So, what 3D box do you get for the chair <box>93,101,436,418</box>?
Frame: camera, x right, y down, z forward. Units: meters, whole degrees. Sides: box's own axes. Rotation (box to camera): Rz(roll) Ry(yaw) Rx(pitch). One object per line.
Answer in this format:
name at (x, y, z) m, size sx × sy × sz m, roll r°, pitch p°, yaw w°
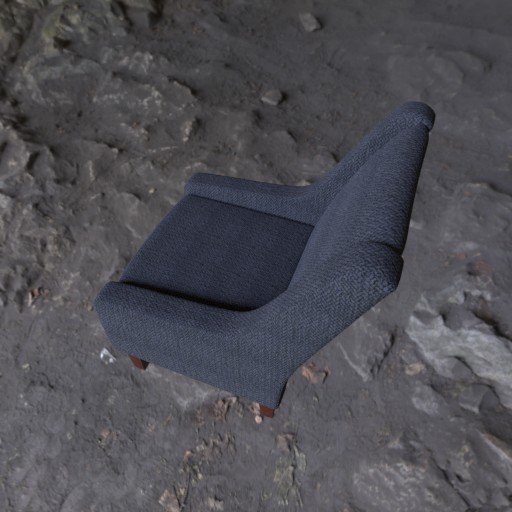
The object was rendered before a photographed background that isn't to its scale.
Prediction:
chair at (0.000, 0.000, 1.642) m, size 0.944 × 1.012 × 0.793 m, roll 16°, pitch 49°, yaw 14°
